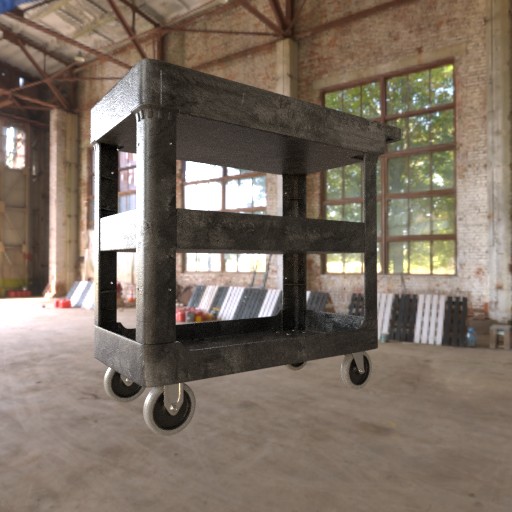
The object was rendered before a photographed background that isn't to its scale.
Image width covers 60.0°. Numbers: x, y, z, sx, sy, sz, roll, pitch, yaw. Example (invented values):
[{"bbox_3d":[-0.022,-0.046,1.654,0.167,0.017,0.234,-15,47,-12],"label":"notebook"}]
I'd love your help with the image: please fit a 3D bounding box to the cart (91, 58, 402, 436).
[{"bbox_3d":[0.000,0.000,1.341,0.877,0.824,0.420,1,-1,-36],"label":"cart"}]
